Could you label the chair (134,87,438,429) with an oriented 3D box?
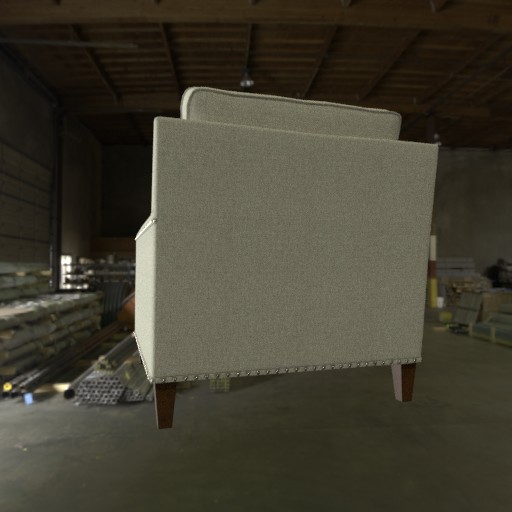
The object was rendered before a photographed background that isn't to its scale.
[{"bbox_3d":[0.000,0.000,1.683,0.853,0.943,1.014,0,-1,-18],"label":"chair"}]
